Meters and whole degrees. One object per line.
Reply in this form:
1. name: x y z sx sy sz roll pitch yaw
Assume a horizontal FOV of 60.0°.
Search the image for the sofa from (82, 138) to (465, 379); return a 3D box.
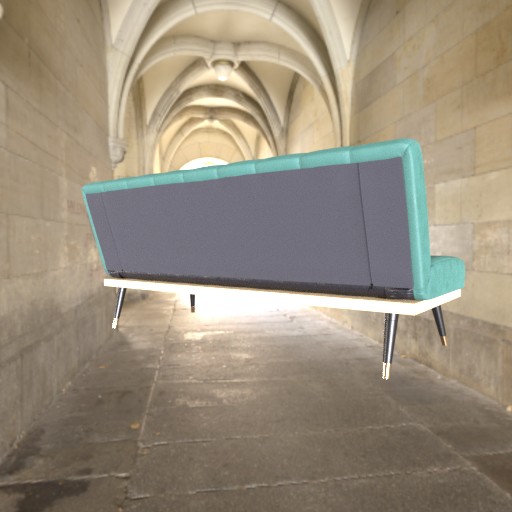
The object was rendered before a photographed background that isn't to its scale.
1. sofa: 0.000 0.000 2.245 1.810 0.820 0.830 1 2 37
